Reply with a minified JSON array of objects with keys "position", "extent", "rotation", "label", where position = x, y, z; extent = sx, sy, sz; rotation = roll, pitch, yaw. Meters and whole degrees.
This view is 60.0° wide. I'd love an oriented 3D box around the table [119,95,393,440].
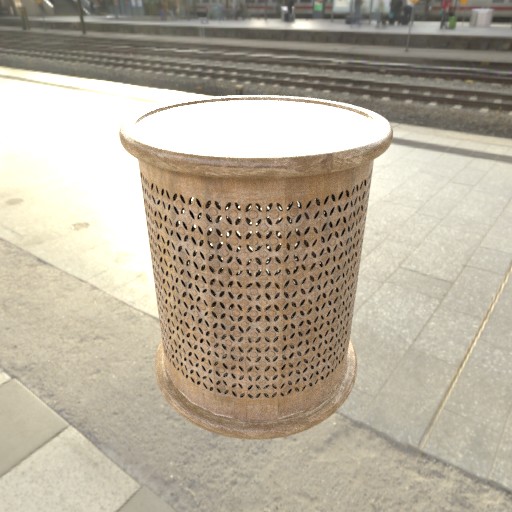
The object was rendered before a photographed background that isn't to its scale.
[{"position":[0.000,0.000,0.795],"extent":[0.407,0.482,0.407],"rotation":[0,30,0],"label":"table"}]
